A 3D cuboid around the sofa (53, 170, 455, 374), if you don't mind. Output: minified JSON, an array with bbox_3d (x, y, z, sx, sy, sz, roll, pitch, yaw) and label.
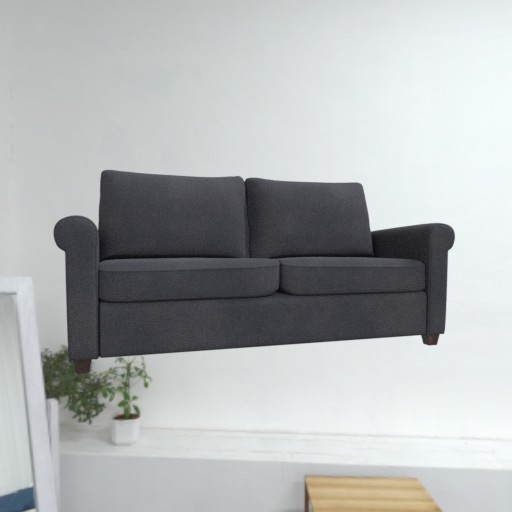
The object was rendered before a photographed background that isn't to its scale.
[{"bbox_3d":[0.000,0.000,2.428,1.935,0.942,0.842,0,1,-18],"label":"sofa"}]
